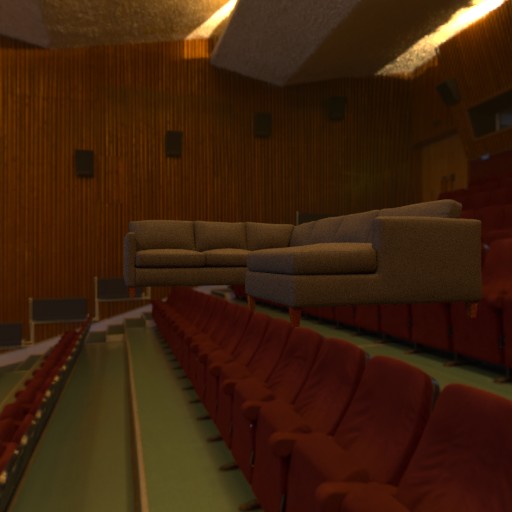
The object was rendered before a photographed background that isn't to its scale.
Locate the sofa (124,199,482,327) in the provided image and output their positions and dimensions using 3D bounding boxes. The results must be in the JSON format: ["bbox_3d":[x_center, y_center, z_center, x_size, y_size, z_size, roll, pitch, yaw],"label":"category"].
[{"bbox_3d":[0.000,0.000,4.619,2.594,0.961,3.460,0,0,-18],"label":"sofa"}]
